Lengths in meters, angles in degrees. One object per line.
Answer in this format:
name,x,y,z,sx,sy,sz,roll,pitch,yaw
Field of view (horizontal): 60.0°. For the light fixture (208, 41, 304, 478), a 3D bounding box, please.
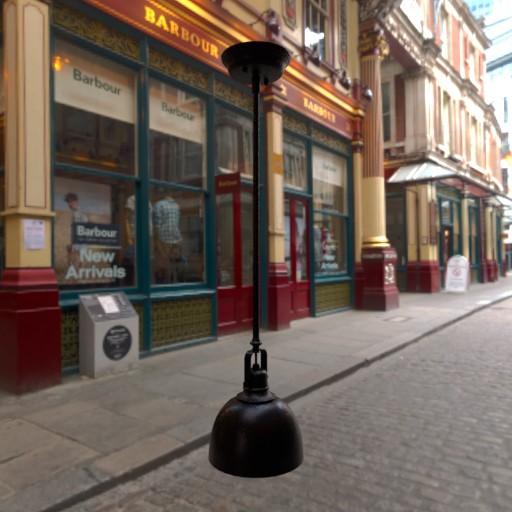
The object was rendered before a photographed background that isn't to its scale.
light fixture,0.000,0.000,0.855,0.182,0.768,0.182,-1,-1,35
